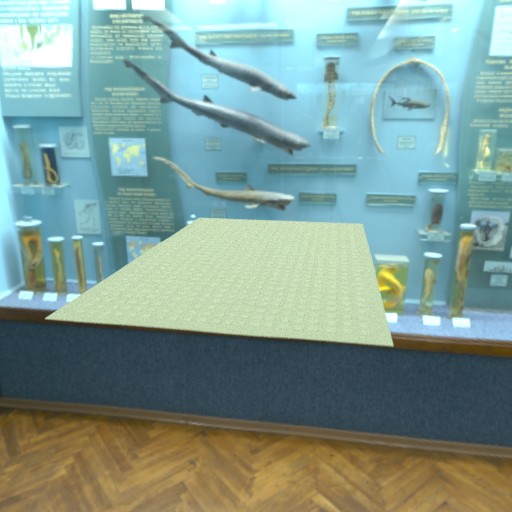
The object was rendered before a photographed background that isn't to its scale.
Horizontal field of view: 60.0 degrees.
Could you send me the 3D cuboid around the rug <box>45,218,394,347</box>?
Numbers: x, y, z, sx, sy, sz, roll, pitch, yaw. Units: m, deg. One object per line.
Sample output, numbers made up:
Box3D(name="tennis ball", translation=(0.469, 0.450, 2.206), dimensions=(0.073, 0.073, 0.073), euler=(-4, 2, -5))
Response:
Box3D(name="rug", translation=(0.000, 0.000, 2.233), dimensions=(1.143, 0.006, 1.747), euler=(3, 17, 10))
